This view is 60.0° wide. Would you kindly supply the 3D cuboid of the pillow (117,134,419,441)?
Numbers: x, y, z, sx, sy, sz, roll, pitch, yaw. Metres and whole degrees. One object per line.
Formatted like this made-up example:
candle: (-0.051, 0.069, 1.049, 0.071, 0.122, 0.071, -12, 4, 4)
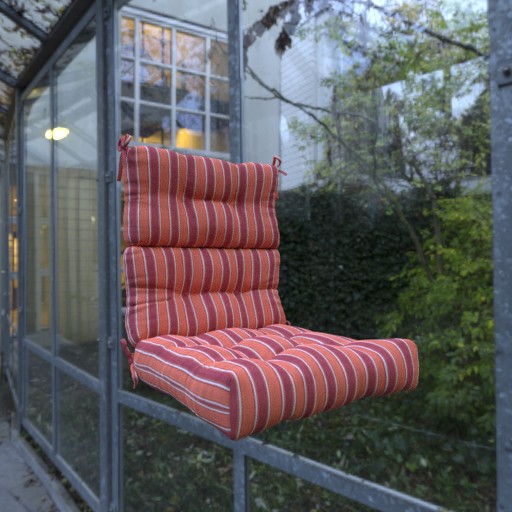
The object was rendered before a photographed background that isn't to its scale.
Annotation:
pillow: (0.000, 0.000, 1.028, 0.519, 0.605, 0.571, 1, -1, -35)
